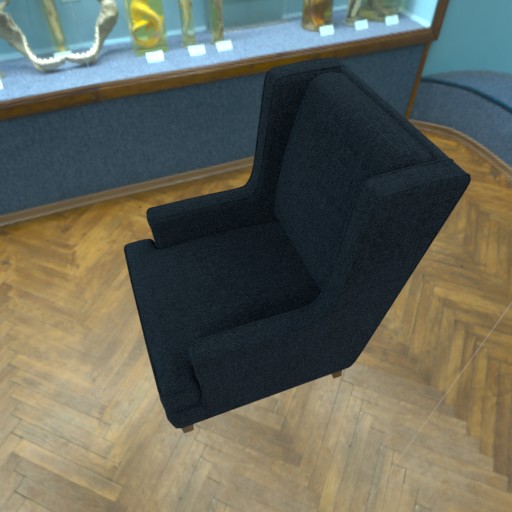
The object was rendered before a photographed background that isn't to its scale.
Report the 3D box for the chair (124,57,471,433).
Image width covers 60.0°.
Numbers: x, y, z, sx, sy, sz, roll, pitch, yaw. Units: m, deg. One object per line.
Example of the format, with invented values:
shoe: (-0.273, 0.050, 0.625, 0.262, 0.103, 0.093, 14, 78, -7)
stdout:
chair: (0.000, 0.000, 1.679, 0.947, 1.072, 0.764, -16, 50, -14)
